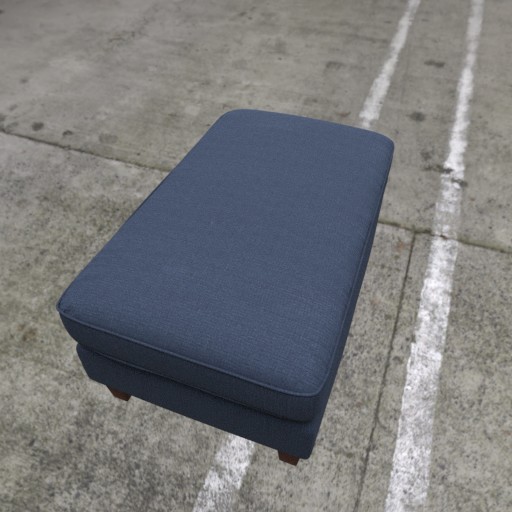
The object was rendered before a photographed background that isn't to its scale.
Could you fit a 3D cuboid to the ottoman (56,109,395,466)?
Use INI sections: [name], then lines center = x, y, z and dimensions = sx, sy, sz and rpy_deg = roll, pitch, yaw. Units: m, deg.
[ottoman]
center = 0.000, 0.000, 1.187
dimensions = 0.570, 0.438, 0.885
rpy_deg = 15, 47, 14
